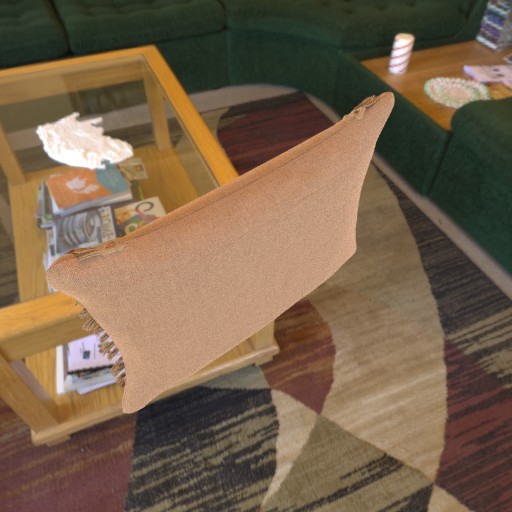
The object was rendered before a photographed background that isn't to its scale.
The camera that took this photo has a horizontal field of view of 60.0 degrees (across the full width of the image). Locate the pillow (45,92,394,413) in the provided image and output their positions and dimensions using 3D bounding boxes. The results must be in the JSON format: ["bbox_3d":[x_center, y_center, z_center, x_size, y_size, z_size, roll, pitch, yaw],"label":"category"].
[{"bbox_3d":[0.000,0.000,0.578,0.466,0.305,0.084,-33,56,-26],"label":"pillow"}]
